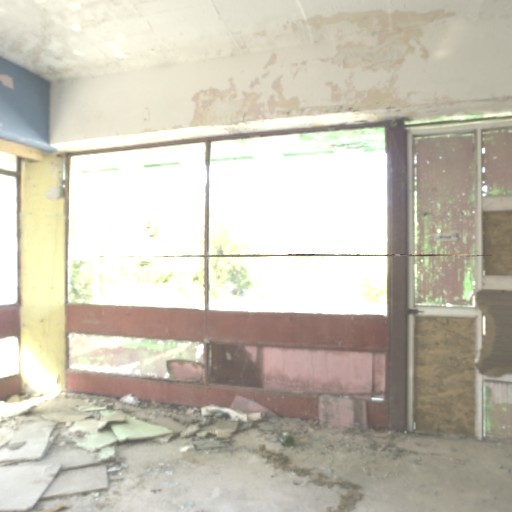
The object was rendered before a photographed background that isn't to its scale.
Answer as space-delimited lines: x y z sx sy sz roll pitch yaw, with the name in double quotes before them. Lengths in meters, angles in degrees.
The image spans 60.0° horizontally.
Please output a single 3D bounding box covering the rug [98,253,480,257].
"rug" 0.000 0.000 2.976 1.465 0.012 2.465 0 0 -36
